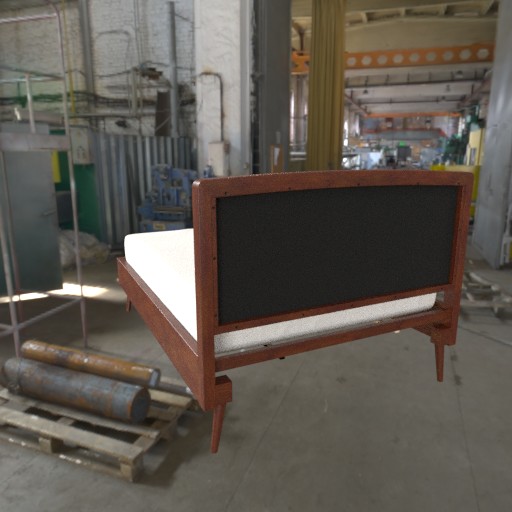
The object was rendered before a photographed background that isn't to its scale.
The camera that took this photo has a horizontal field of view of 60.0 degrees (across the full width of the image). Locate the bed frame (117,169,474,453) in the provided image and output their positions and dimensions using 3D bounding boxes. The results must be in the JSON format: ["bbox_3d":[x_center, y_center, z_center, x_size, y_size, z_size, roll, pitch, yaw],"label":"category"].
[{"bbox_3d":[0.000,0.000,3.157,1.587,1.279,2.171,-7,15,-26],"label":"bed frame"}]
